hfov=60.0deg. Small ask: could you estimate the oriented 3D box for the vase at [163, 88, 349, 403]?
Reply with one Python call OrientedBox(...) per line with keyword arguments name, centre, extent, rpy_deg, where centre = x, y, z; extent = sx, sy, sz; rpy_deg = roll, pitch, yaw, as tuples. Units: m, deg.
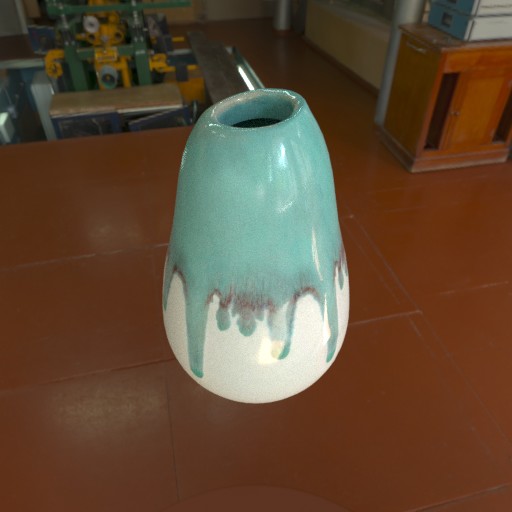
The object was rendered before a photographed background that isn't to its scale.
OrientedBox(name="vase", centre=(0.000, 0.000, 0.255), extent=(0.116, 0.179, 0.116), rpy_deg=(0, 41, 0))
